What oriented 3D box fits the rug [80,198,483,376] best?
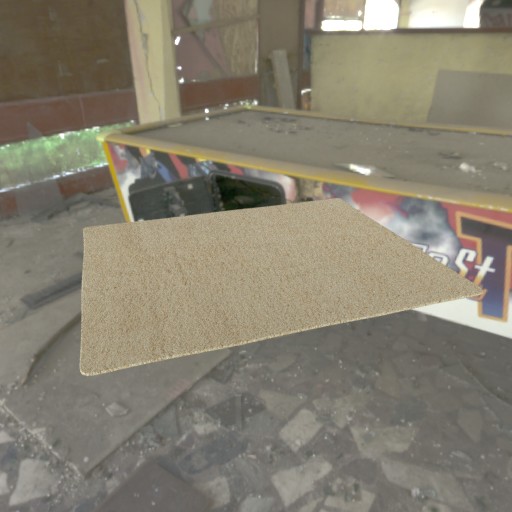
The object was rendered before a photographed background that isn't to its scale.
[{"bbox_3d":[0.000,0.000,4.054,3.001,0.025,2.401,-8,27,-17],"label":"rug"}]
